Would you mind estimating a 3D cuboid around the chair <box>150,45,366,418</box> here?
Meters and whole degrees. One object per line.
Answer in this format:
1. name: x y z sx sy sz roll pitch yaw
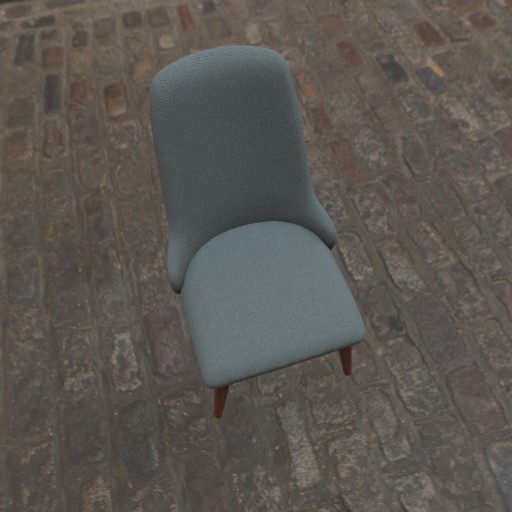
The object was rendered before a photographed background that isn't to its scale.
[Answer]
1. chair: 0.000 0.000 1.331 0.535 0.918 0.707 -15 64 -7
